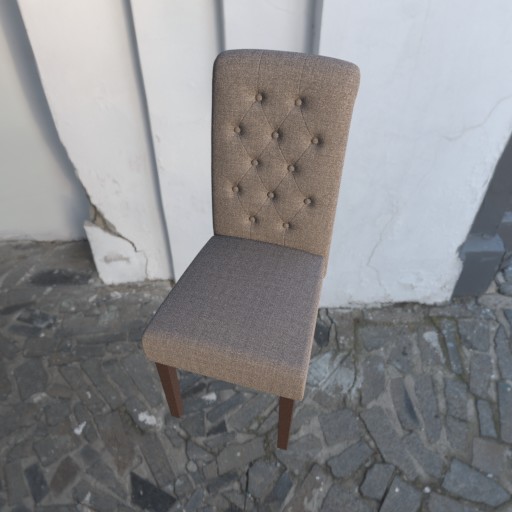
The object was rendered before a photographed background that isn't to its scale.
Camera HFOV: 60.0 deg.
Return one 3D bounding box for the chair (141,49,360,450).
[{"bbox_3d":[0.000,0.000,1.342,0.456,1.006,0.671,12,43,13],"label":"chair"}]
